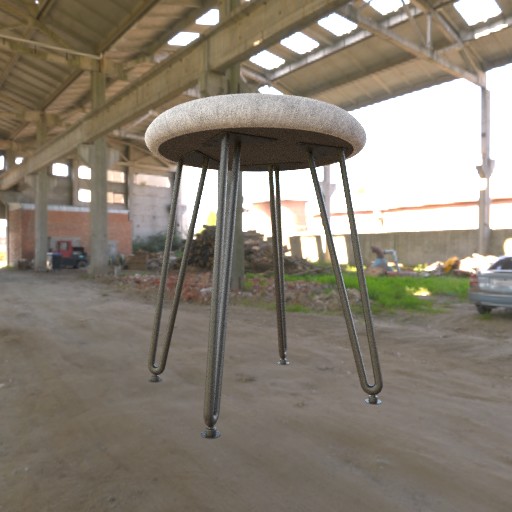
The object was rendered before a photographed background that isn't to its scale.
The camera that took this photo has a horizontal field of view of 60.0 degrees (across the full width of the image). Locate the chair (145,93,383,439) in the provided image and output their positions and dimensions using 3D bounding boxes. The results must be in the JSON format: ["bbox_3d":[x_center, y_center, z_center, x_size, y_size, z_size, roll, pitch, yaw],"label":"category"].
[{"bbox_3d":[0.000,0.000,0.635,0.350,0.386,0.350,0,0,17],"label":"chair"}]
